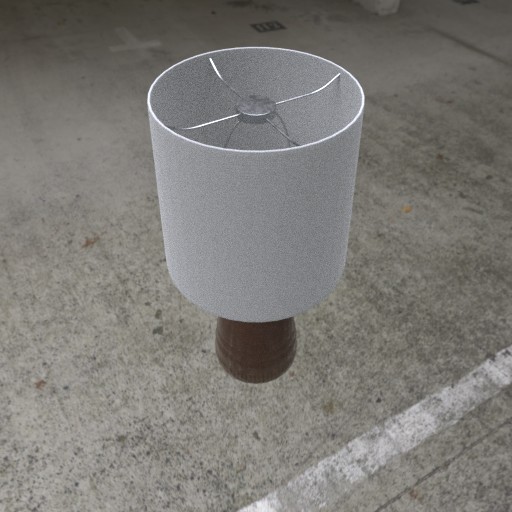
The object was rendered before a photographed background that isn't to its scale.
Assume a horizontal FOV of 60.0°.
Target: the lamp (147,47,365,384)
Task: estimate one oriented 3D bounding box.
[{"bbox_3d":[0.000,0.000,0.473,0.186,0.369,0.186,0,47,0],"label":"lamp"}]
